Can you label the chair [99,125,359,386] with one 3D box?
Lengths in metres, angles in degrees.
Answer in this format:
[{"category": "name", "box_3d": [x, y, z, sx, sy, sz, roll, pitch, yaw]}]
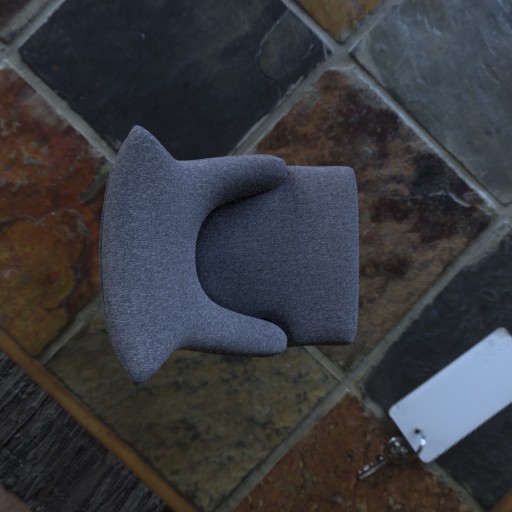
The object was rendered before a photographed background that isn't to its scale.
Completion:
[{"category": "chair", "box_3d": [0.000, 0.000, 1.309, 0.629, 0.909, 0.566, 0, 90, 0]}]
